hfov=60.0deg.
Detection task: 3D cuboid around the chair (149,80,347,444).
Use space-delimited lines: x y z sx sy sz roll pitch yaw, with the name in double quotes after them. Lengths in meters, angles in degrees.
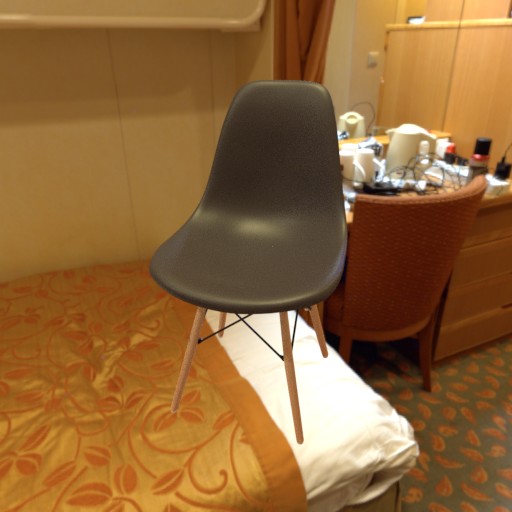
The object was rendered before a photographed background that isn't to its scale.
0.000 0.000 1.168 0.470 0.825 0.533 8 27 16 "chair"
